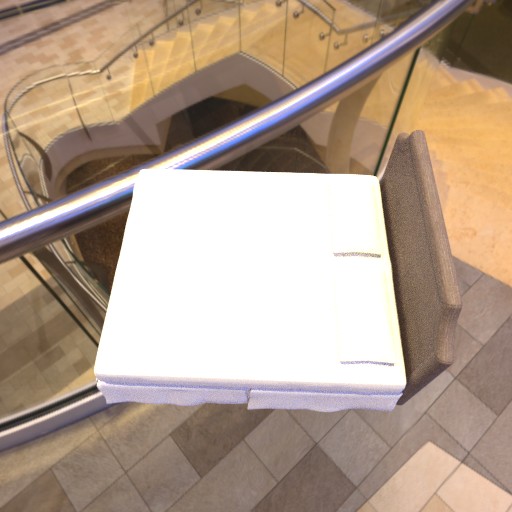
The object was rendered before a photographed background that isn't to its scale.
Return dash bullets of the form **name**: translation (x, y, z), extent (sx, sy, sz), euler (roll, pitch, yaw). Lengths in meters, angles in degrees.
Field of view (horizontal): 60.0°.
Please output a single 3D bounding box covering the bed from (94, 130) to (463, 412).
- **bed**: translation (0.000, 0.000, 4.000), extent (2.773, 1.590, 2.350), euler (2, 59, 1)
